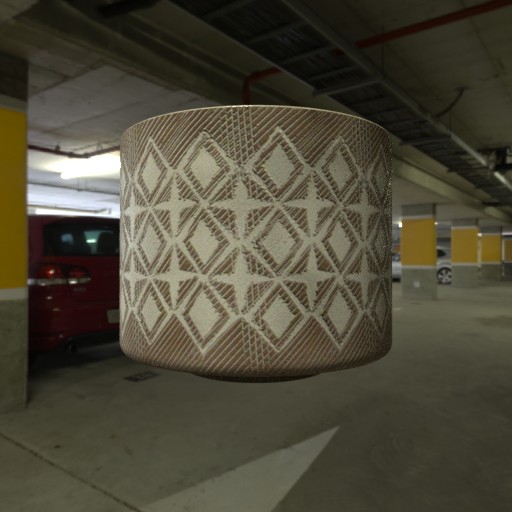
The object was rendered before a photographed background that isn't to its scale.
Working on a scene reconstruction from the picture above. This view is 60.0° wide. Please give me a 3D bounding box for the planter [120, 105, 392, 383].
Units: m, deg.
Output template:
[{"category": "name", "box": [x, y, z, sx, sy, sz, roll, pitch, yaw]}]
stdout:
[{"category": "planter", "box": [0.000, 0.000, 0.215, 0.126, 0.104, 0.126, 0, 0, 0]}]
